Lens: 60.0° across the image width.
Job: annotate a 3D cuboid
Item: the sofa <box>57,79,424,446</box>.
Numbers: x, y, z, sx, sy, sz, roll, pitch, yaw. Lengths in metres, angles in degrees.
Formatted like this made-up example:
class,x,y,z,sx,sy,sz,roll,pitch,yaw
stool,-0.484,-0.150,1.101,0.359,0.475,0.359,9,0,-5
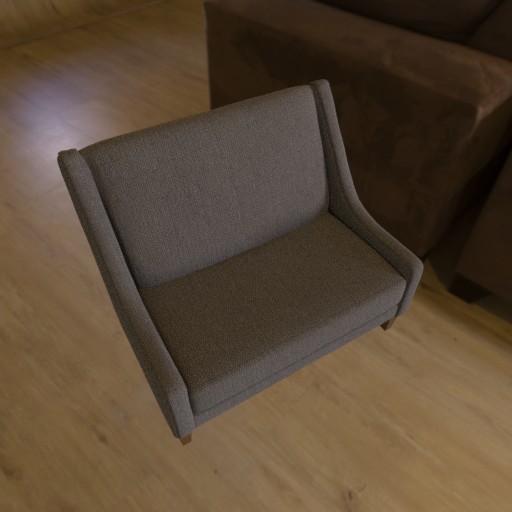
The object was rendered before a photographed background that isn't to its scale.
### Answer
class,x,y,z,sx,sy,sz,roll,pitch,yaw
sofa,0.000,0.000,1.942,1.242,1.022,0.873,-23,50,-21
